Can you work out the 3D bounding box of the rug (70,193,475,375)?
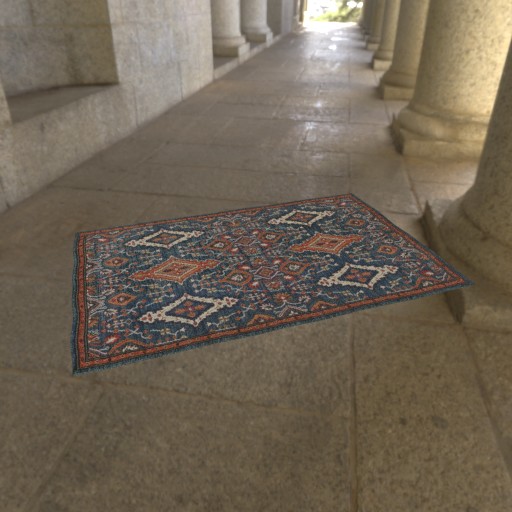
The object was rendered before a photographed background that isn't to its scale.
[{"bbox_3d":[0.000,0.000,4.308,3.371,0.008,2.190,-10,32,-16],"label":"rug"}]
